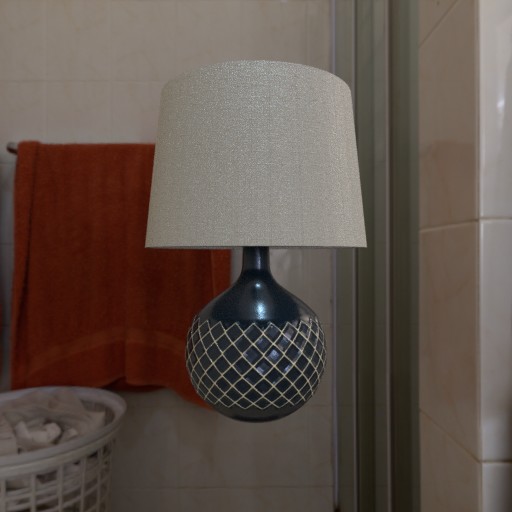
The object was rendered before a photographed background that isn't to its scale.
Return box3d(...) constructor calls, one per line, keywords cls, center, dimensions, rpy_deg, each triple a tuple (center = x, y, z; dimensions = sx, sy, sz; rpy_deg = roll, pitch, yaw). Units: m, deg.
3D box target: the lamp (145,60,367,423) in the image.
box3d(cls="lamp", center=(0.000, 0.000, 0.773), dimensions=(0.376, 0.540, 0.376), rpy_deg=(0, 0, 0))
